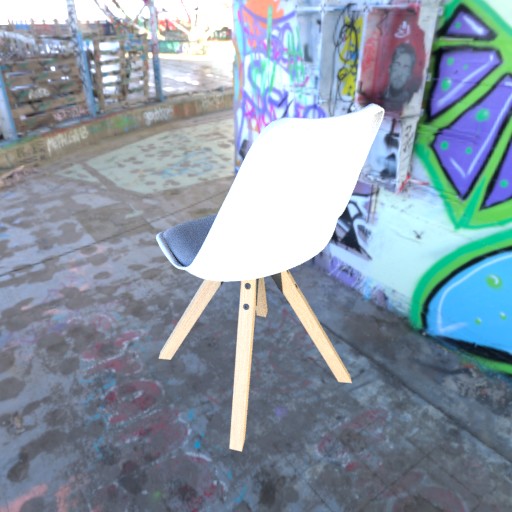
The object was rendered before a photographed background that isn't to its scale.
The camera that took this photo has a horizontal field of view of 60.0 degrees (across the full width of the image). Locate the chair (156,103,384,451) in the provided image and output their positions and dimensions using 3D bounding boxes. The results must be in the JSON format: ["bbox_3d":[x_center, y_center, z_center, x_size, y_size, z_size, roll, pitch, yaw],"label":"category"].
[{"bbox_3d":[0.000,0.000,1.219,0.485,0.850,0.550,-19,34,-31],"label":"chair"}]
